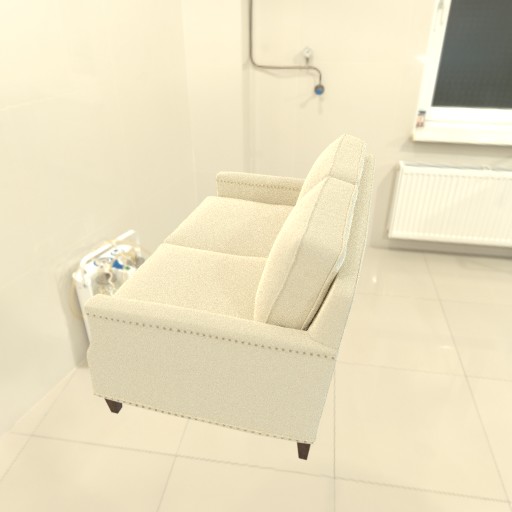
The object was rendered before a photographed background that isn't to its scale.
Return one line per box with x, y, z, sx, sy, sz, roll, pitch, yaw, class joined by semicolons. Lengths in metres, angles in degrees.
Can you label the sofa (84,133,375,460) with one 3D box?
0.000;0.000;2.312;1.084;1.003;1.597;8;32;13;sofa
